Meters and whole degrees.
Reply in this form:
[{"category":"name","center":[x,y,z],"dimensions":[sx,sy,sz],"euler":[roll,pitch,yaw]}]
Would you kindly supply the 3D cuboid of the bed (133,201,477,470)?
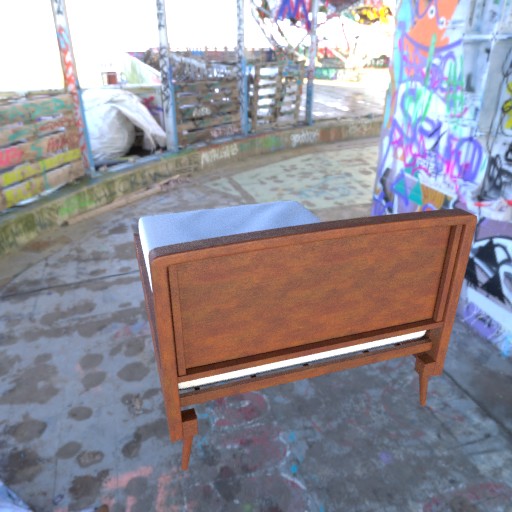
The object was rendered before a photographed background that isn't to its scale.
[{"category":"bed","center":[0.000,0.000,3.159],"dimensions":[1.587,1.275,2.196],"euler":[-8,27,-16]}]
